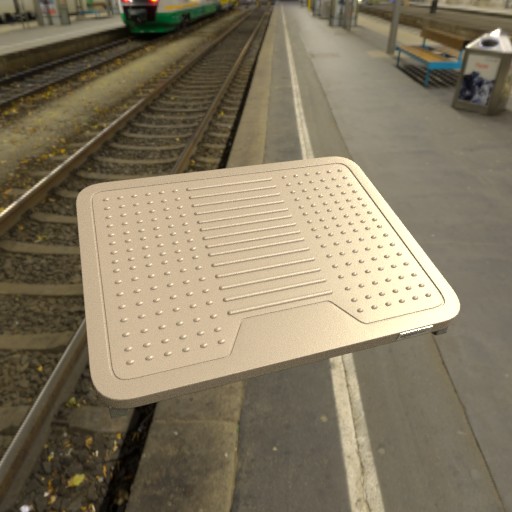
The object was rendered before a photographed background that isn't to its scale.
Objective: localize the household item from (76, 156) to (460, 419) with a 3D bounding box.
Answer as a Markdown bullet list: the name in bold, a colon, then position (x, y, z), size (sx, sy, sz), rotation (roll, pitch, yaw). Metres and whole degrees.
- **household item**: position (0.000, 0.000, 0.532), size (0.390, 0.126, 0.301), rotation (-10, 32, -16)
